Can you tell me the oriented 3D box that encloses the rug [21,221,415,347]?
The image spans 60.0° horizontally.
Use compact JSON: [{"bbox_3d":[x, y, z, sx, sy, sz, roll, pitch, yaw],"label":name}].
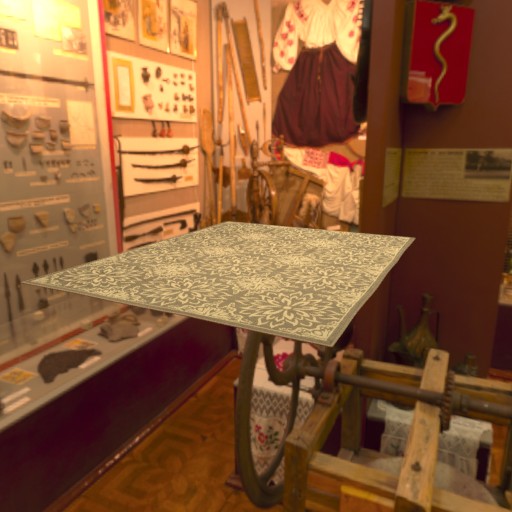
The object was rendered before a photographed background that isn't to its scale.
[{"bbox_3d":[0.000,0.000,4.026,2.363,0.012,2.980,7,16,26],"label":"rug"}]
